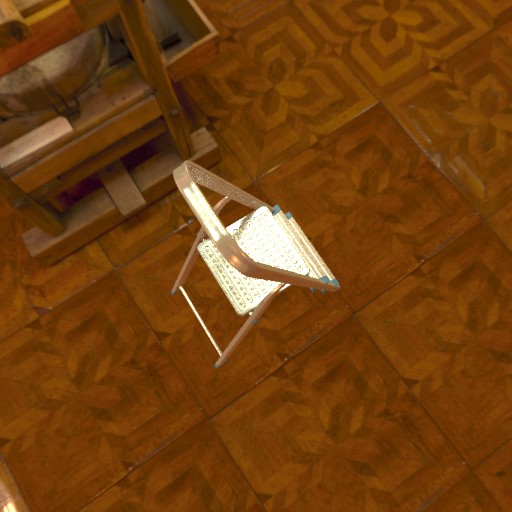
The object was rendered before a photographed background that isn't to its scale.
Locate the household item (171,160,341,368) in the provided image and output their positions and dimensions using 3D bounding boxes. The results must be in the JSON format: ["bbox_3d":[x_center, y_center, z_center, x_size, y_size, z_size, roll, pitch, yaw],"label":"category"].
[{"bbox_3d":[0.000,0.000,1.501,0.687,1.215,0.420,-32,77,-8],"label":"household item"}]
